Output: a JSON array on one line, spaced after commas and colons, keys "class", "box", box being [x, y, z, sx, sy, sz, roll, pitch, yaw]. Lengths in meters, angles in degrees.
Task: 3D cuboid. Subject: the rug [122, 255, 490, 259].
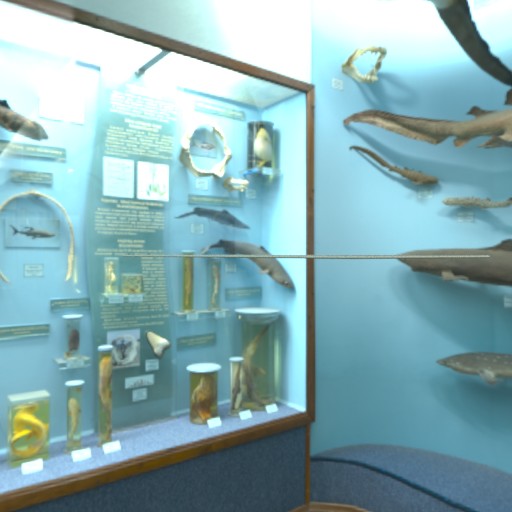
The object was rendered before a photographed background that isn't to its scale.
[{"class": "rug", "box": [0.000, 0.000, 2.696, 0.864, 0.012, 2.388, 0, 0, -35]}]
